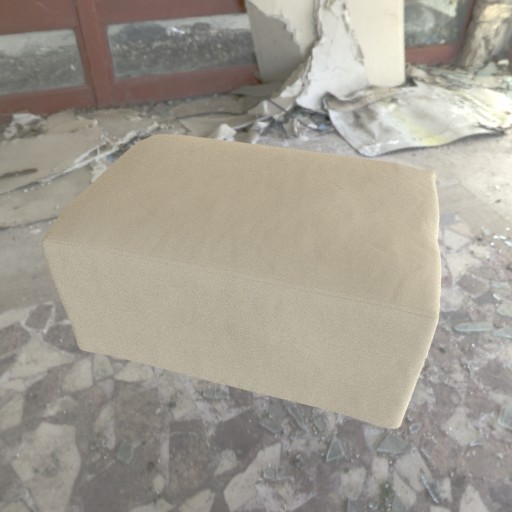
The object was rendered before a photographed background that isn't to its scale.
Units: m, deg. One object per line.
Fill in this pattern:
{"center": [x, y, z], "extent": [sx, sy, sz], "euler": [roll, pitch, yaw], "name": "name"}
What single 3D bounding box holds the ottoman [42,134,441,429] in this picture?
{"center": [0.000, 0.000, 1.186], "extent": [0.872, 0.444, 0.590], "euler": [11, 42, 12], "name": "ottoman"}
